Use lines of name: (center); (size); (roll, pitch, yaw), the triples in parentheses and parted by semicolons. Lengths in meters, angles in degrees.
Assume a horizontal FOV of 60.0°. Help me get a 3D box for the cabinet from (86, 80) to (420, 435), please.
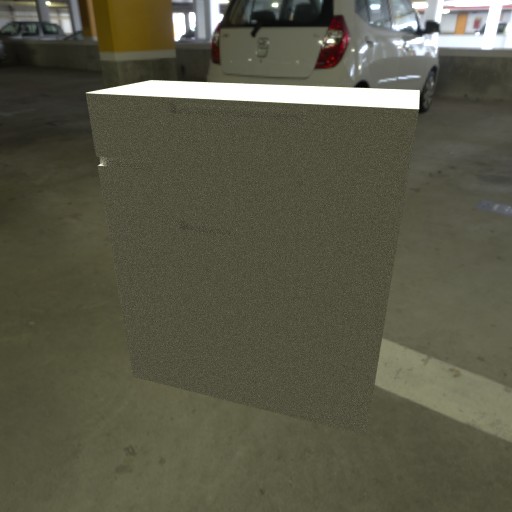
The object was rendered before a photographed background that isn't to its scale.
cabinet: (0.000, 0.000, 1.699); (1.000, 1.190, 0.400); (9, 28, 16)
